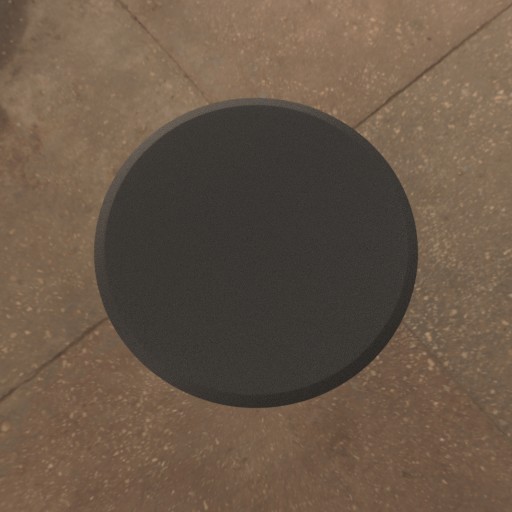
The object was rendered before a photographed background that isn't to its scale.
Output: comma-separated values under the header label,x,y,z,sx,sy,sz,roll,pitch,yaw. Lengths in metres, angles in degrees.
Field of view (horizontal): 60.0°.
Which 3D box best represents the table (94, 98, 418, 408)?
label,x,y,z,sx,sy,sz,roll,pitch,yaw
table,0.000,0.000,1.419,0.900,0.400,0.900,0,74,0
